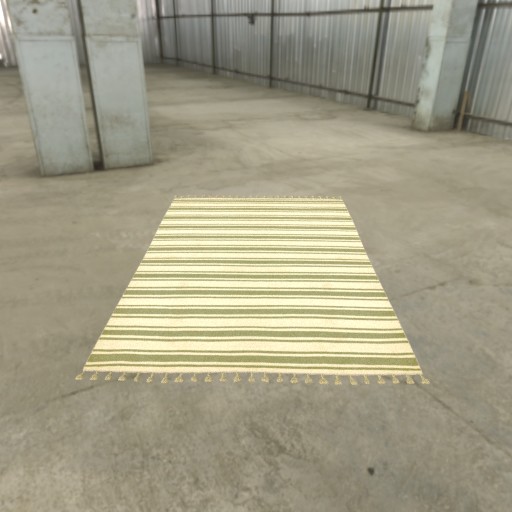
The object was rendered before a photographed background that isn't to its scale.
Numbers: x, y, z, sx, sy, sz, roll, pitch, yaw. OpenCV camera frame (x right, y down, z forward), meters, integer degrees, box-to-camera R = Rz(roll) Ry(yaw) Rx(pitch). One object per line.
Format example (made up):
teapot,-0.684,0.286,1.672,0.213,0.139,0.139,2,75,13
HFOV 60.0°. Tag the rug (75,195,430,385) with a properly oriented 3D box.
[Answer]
rug,0.000,0.000,2.995,1.540,0.018,2.435,0,27,1
